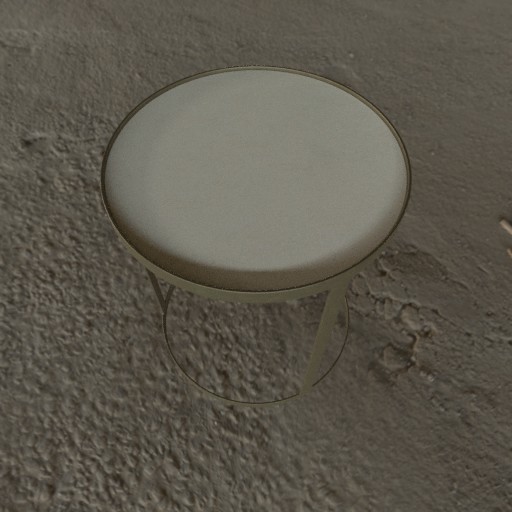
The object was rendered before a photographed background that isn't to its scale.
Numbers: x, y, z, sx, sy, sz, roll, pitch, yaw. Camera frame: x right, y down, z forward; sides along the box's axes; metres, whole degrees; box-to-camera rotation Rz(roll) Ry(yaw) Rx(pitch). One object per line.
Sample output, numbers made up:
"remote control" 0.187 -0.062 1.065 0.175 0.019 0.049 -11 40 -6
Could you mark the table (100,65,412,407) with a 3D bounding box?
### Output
"table" 0.000 0.000 0.931 0.480 0.565 0.480 0 57 0
